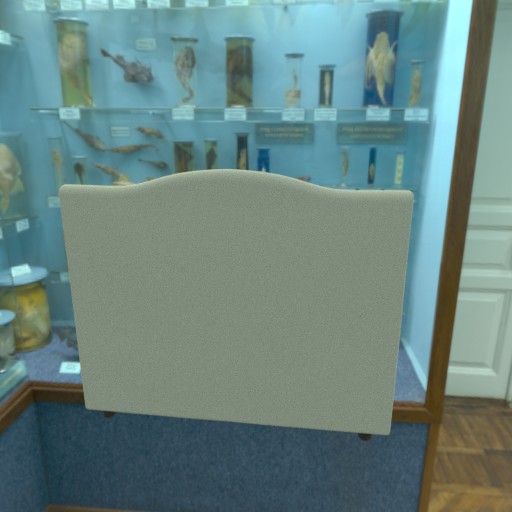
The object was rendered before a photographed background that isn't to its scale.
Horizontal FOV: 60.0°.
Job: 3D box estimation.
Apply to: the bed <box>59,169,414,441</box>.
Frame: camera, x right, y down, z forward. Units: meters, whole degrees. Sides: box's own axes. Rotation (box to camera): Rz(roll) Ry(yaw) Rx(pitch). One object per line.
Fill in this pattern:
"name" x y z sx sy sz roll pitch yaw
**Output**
"bed" 0.000 0.000 3.311 1.753 1.460 2.143 2 16 7
